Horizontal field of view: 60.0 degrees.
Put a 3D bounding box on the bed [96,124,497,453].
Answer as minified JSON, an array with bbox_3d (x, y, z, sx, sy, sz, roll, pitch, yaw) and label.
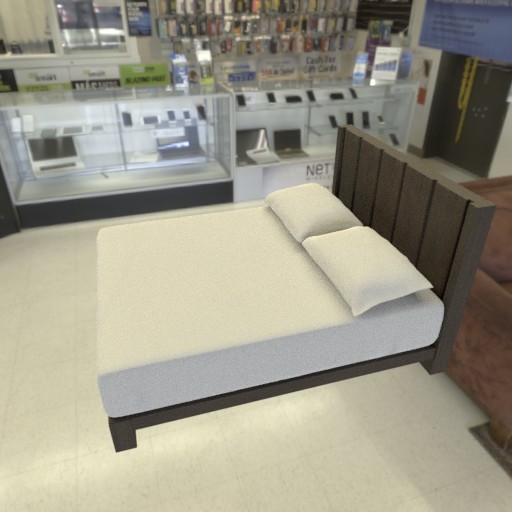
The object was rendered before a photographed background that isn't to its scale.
[{"bbox_3d":[0.000,0.000,3.191,2.242,1.270,1.727,-9,32,-14],"label":"bed"}]
